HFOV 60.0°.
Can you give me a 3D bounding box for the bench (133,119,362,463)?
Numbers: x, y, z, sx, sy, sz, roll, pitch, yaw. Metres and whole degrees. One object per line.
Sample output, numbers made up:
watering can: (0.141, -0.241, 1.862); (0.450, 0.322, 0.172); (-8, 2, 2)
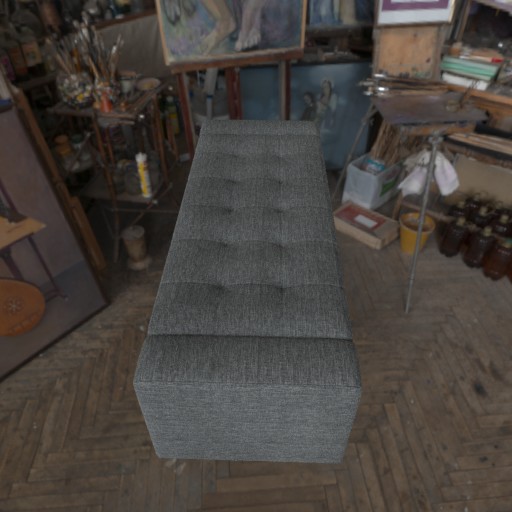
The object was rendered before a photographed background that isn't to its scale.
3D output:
bench: (0.000, 0.000, 1.565); (0.508, 0.445, 1.296); (1, 42, 1)
